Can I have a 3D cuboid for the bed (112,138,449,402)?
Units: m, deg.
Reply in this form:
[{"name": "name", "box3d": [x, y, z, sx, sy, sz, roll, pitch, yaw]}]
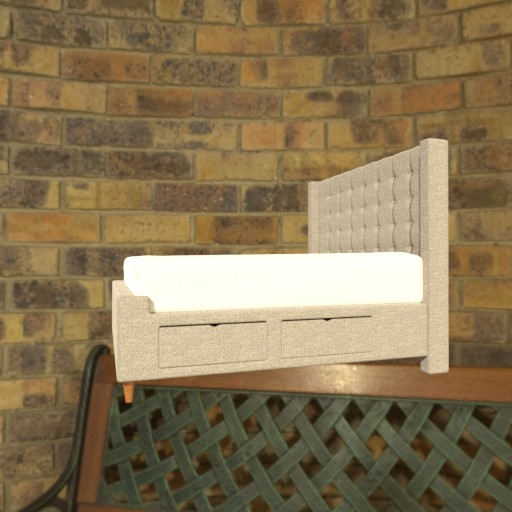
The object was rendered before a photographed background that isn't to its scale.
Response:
[{"name": "bed", "box3d": [0.000, 0.000, 3.890, 2.372, 1.748, 2.044, 0, 0, -19]}]
